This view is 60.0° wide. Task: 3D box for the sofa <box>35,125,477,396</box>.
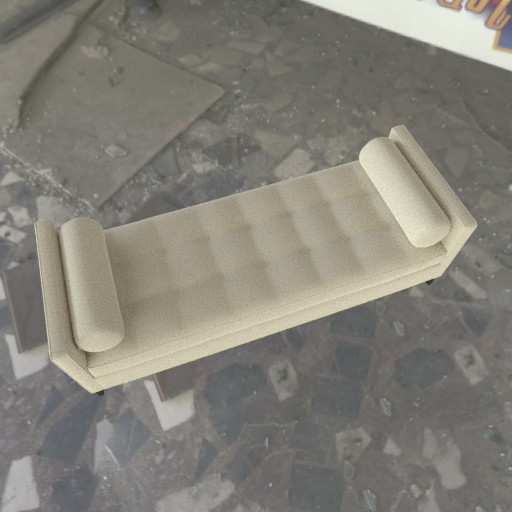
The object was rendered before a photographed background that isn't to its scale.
[{"bbox_3d":[0.000,0.000,2.342,1.985,0.641,0.746,-17,60,-10],"label":"sofa"}]
